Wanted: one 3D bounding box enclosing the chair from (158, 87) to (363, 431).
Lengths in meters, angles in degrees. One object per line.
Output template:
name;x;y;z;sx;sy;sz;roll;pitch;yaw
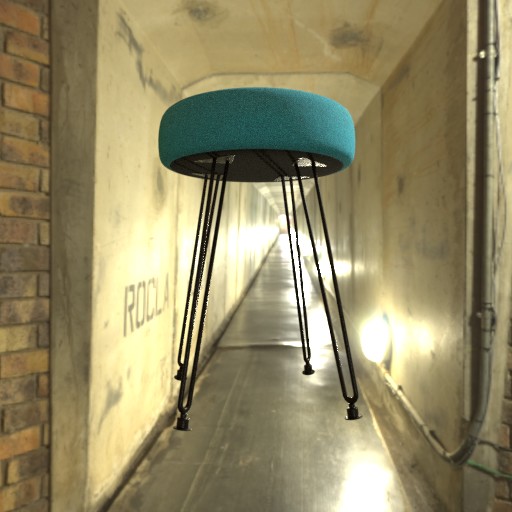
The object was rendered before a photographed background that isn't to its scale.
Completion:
chair;0.000;0.000;0.693;0.350;0.440;0.350;0;0;36
